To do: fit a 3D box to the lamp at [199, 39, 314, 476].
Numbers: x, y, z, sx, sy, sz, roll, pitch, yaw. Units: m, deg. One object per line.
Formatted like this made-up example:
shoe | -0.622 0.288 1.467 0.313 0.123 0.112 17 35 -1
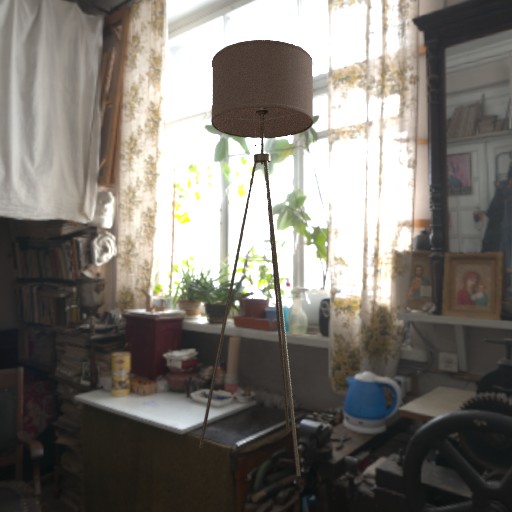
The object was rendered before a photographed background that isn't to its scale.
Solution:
lamp | 0.000 0.000 1.777 0.460 1.545 0.449 0 -1 0
